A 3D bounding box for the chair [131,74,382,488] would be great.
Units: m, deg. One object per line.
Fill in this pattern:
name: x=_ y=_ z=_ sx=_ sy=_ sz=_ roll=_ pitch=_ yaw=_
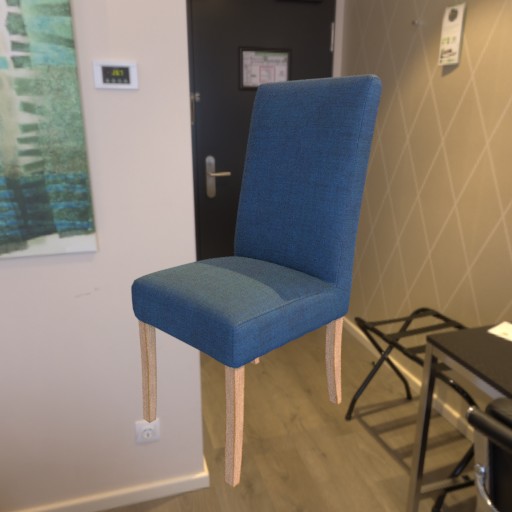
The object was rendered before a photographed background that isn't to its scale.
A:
chair: x=0.000 y=0.000 z=1.334 sx=0.450 sy=1.029 sz=0.610 roll=15 pitch=22 yaw=41
